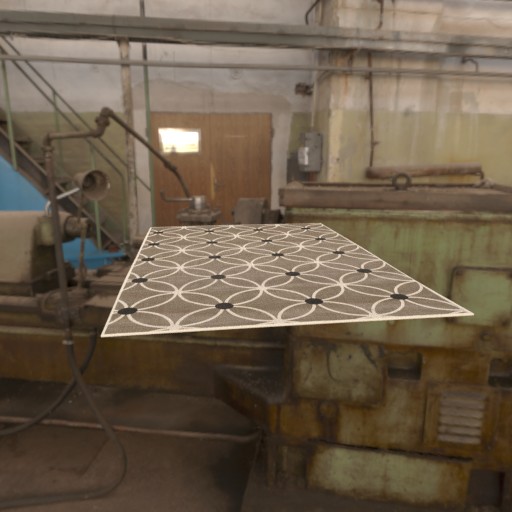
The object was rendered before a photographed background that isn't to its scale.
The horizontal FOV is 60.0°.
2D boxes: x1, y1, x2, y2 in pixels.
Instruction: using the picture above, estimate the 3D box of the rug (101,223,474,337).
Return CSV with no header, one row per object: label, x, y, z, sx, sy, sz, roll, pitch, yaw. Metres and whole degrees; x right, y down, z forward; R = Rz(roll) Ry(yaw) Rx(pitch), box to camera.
rug,0.000,0.000,2.847,1.522,0.008,2.284,-2,14,-8
